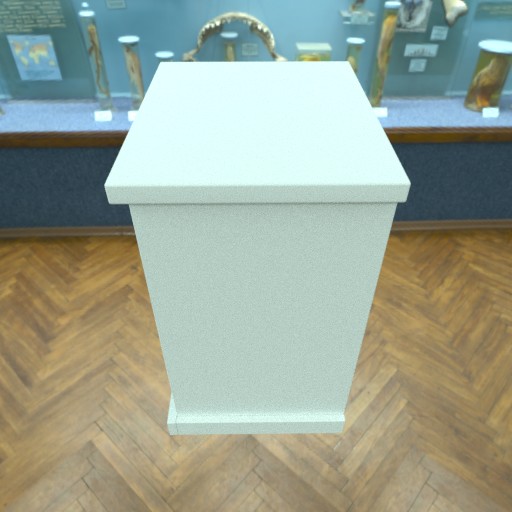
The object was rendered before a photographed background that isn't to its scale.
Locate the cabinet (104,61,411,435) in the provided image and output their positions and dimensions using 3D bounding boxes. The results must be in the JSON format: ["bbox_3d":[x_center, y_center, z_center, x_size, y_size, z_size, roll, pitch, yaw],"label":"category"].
[{"bbox_3d":[0.000,0.000,1.051,0.431,0.723,0.520,0,41,0],"label":"cabinet"}]
